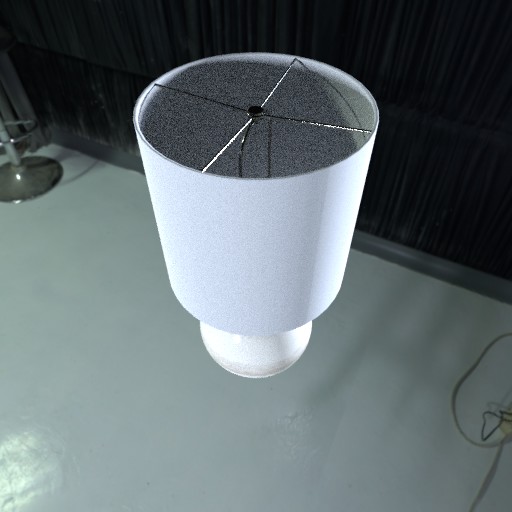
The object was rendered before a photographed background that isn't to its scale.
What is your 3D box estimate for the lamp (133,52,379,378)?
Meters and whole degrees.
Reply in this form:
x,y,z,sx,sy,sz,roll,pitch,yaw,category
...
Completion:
x,y,z,sx,sy,sz,roll,pitch,yaw,category
0.000,0.000,0.546,0.217,0.404,0.217,18,50,15,lamp
